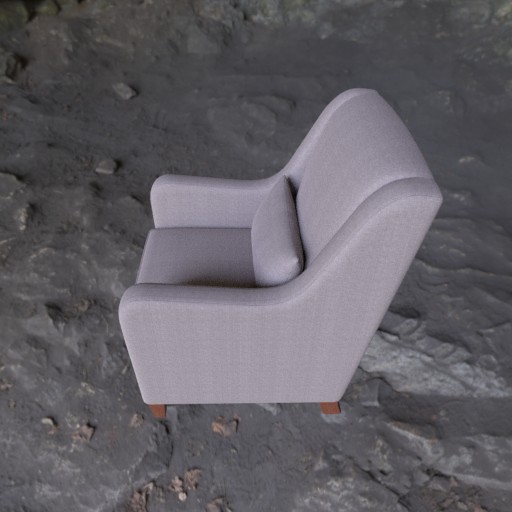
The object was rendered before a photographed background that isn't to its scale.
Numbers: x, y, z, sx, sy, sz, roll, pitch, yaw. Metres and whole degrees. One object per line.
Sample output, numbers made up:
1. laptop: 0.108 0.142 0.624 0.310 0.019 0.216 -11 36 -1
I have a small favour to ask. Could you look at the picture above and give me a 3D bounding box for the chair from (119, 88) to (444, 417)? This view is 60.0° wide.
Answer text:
1. chair: 0.000 0.000 1.613 0.890 1.017 0.715 -1 41 -1
